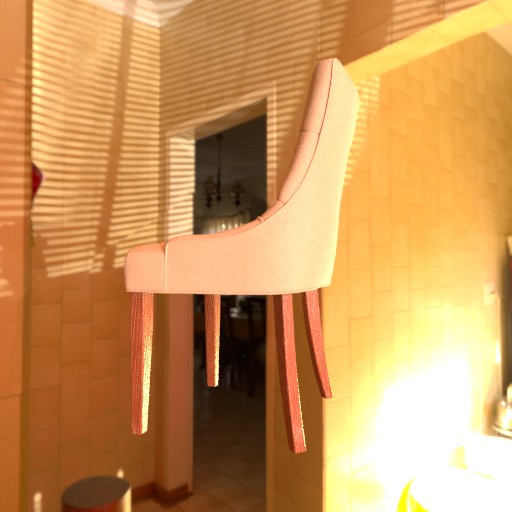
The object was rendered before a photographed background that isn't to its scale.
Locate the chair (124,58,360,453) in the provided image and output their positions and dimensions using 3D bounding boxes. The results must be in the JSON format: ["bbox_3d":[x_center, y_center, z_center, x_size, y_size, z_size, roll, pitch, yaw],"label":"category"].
[{"bbox_3d":[0.000,0.000,1.239,0.565,0.874,0.509,0,-1,18],"label":"chair"}]
